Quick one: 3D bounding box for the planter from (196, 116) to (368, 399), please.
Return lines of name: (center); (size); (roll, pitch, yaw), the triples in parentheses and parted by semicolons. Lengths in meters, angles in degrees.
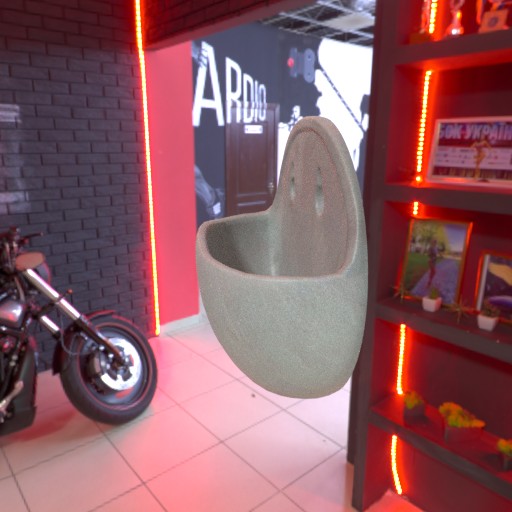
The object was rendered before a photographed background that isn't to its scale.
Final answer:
planter: (0.000, 0.000, 0.271); (0.073, 0.164, 0.190); (-2, 14, -8)
